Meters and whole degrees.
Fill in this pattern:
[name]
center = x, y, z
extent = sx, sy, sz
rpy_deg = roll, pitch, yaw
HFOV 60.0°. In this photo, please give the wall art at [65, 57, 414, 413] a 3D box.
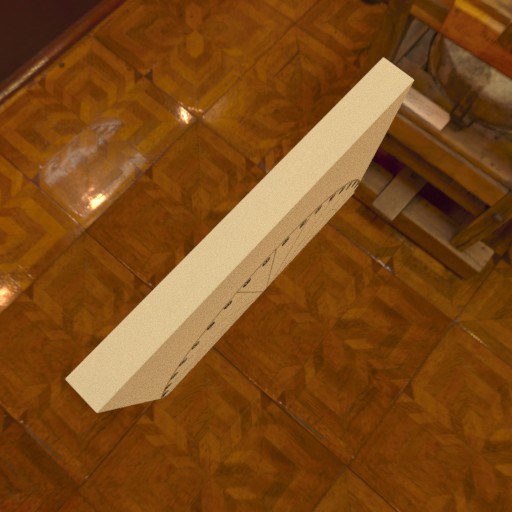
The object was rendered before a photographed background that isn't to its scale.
[wall art]
center = 0.000, 0.000, 0.487
extent = 0.039, 0.254, 0.384
rpy_deg = 42, 79, 10
